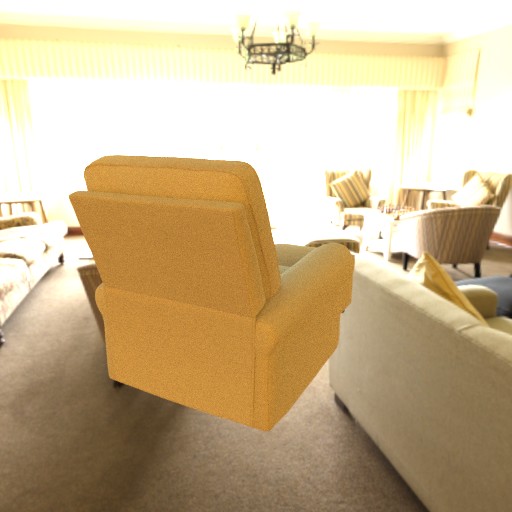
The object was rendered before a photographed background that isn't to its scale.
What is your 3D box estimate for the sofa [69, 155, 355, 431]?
[{"bbox_3d":[0.000,0.000,2.079,0.880,0.959,1.478,8,17,27],"label":"sofa"}]
